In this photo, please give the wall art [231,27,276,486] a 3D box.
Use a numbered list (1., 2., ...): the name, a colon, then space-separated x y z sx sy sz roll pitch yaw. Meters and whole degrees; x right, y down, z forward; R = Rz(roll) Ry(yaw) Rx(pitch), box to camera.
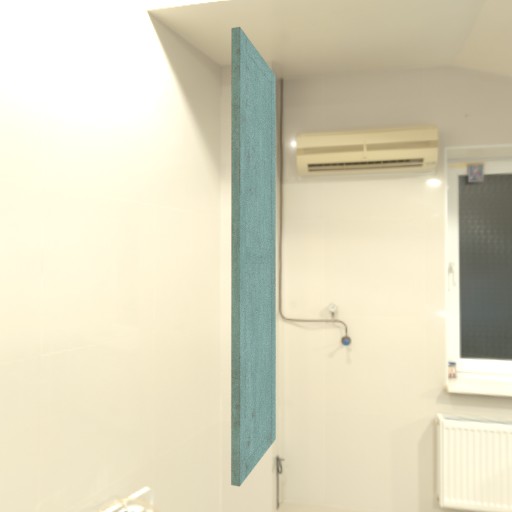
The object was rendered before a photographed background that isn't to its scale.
1. wall art: 0.000 0.000 1.333 0.025 1.219 0.329 0 -1 19
